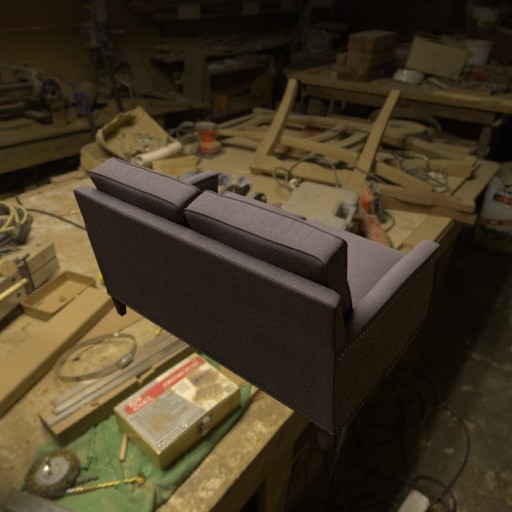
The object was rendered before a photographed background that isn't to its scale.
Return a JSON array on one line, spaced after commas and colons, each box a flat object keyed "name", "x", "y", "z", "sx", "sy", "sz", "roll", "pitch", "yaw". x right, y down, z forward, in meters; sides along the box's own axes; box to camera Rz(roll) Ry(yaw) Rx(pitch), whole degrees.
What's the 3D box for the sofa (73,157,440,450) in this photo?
[{"name": "sofa", "x": 0.000, "y": 0.000, "z": 2.339, "sx": 1.597, "sy": 1.003, "sz": 1.084, "roll": 23, "pitch": 39, "yaw": 32}]
